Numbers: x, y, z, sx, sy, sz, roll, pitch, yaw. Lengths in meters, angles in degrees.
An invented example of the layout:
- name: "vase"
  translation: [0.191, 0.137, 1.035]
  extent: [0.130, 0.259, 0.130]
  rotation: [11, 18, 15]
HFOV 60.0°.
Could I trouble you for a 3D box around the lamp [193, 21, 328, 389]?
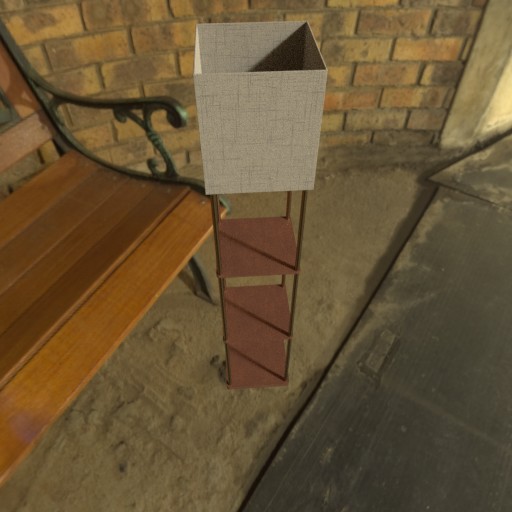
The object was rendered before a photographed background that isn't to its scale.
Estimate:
- name: "lamp"
  translation: [0.000, 0.000, 1.695]
  extent: [0.310, 1.569, 0.308]
  rotation: [-3, 47, -3]
